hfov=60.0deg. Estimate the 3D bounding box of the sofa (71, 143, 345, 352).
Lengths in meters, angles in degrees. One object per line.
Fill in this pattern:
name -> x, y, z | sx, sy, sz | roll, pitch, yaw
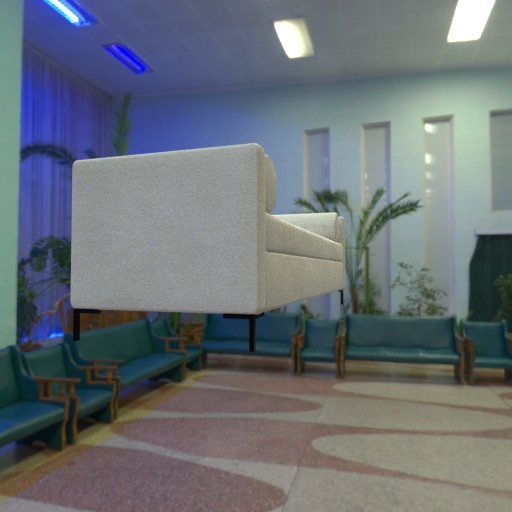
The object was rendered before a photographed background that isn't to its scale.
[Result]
sofa -> 0.000, 0.000, 2.347 | 0.686, 0.635, 1.981 | -1, -2, 19
